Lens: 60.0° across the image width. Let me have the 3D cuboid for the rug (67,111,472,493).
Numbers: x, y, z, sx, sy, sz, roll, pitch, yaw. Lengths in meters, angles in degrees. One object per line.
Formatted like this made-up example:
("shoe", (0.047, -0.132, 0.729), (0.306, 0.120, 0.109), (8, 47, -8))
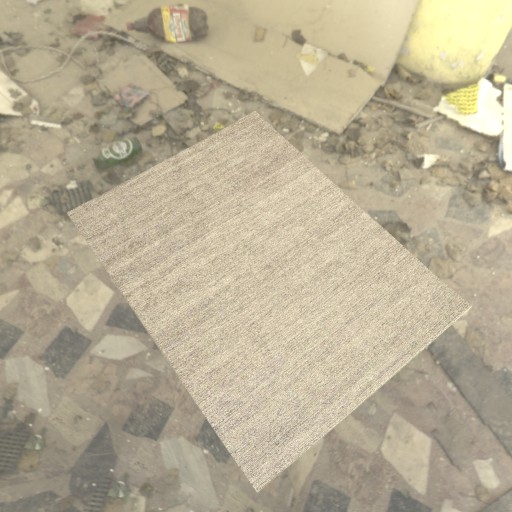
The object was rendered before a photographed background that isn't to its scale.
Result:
("rug", (0.000, 0.000, 4.232), (2.434, 0.045, 3.202), (-33, 65, -18))
